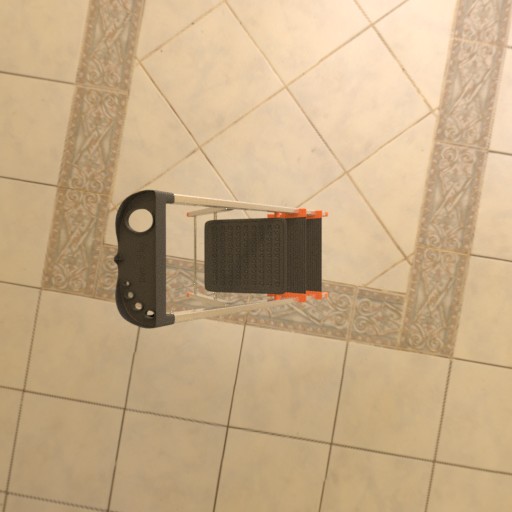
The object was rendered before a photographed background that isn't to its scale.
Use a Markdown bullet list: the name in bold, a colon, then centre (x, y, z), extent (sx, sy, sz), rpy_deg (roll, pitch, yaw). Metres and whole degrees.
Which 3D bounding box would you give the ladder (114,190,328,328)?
- **ladder**: centre (0.000, 0.000, 1.541), extent (0.686, 1.229, 0.416), rpy_deg (0, 91, 1)
